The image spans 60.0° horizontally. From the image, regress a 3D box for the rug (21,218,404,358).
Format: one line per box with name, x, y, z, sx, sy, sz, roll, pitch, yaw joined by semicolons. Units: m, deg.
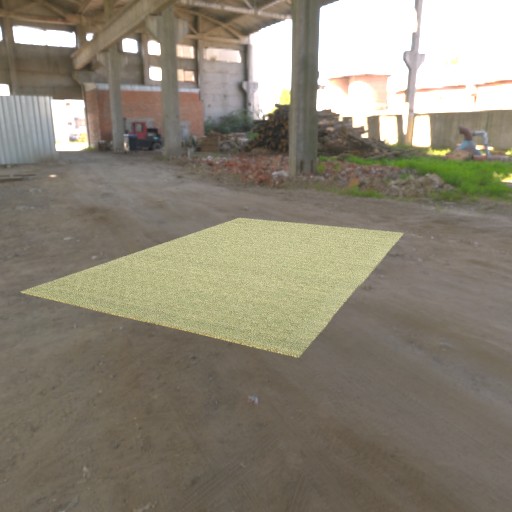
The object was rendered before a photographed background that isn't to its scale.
rug;0.000;0.000;2.198;1.143;0.006;1.747;8;17;26
